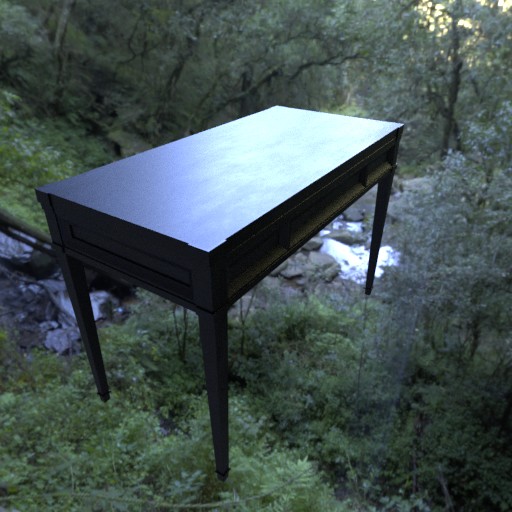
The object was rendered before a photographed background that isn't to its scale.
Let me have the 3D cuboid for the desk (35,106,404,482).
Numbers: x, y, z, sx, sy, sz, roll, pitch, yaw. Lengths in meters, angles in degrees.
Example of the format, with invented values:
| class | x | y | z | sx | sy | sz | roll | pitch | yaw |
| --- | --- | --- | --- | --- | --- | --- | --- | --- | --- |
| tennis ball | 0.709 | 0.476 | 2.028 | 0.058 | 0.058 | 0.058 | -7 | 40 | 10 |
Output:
| class | x | y | z | sx | sy | sz | roll | pitch | yaw |
| --- | --- | --- | --- | --- | --- | --- | --- | --- | --- |
| desk | 0.000 | 0.000 | 1.769 | 0.630 | 0.861 | 1.289 | 19 | 36 | 29 |
